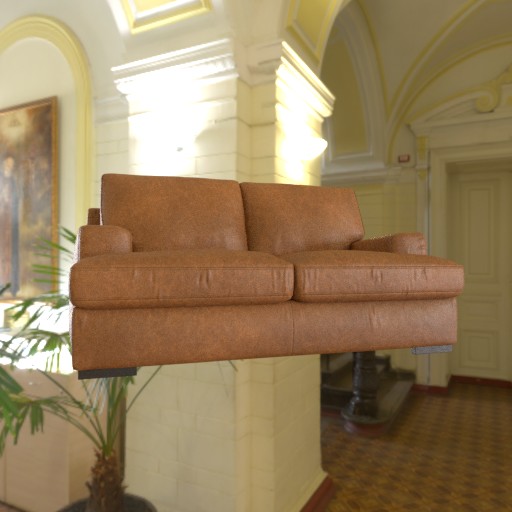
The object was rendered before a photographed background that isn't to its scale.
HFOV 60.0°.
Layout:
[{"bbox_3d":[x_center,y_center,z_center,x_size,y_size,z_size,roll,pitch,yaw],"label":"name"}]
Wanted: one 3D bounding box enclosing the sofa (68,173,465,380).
[{"bbox_3d":[0.000,0.000,2.448,1.880,0.966,1.144,0,-1,-17],"label":"sofa"}]
